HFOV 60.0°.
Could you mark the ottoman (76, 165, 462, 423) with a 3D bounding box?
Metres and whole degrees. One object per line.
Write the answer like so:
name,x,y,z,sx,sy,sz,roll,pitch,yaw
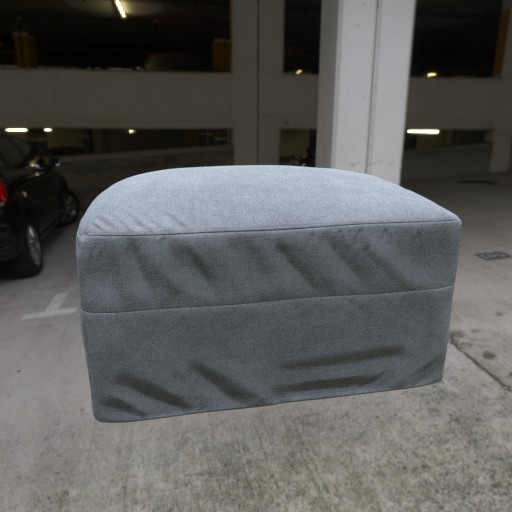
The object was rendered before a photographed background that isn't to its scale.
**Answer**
ottoman,0.000,0.000,1.209,0.837,0.481,0.683,-3,17,-10
